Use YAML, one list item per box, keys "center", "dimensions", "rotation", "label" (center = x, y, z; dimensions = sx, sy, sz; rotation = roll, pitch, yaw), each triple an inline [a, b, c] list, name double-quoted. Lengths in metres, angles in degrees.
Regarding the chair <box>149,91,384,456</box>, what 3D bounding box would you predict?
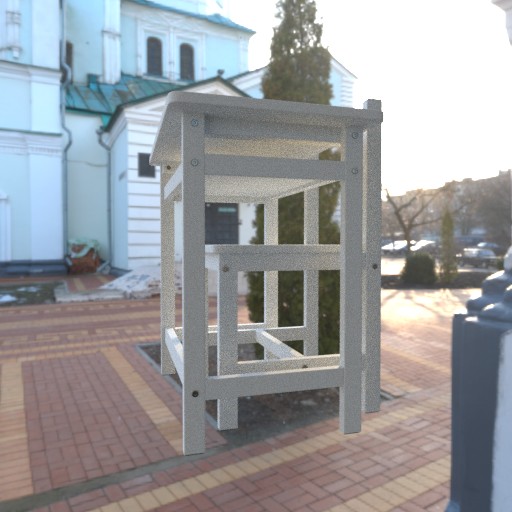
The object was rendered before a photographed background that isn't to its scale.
- center: [0.000, 0.000, 1.051]
  dimensions: [0.461, 0.673, 0.599]
  rotation: [0, 2, -16]
  label: "chair"
